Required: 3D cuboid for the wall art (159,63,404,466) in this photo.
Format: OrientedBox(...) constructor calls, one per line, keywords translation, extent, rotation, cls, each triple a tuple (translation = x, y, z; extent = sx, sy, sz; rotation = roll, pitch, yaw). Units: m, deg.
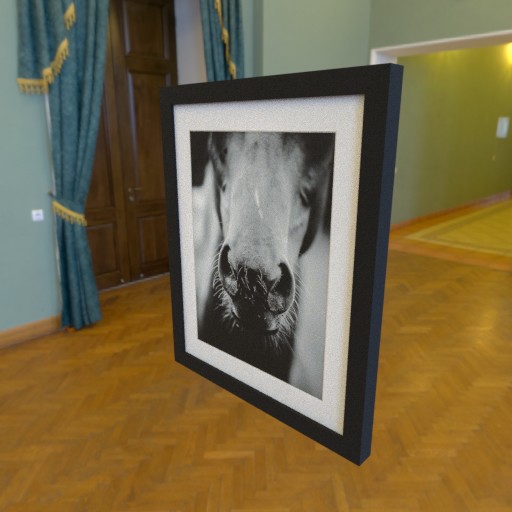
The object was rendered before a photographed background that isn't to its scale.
OrientedBox(translation=(0.000, 0.000, 0.748), extent=(0.457, 0.559, 0.033), rotation=(15, 22, 41), cls="wall art")
